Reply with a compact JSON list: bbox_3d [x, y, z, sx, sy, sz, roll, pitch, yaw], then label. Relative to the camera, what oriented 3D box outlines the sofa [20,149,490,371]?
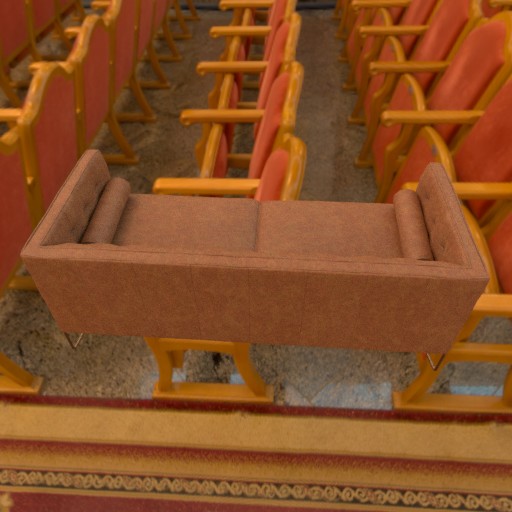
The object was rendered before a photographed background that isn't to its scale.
[{"bbox_3d":[0.000,0.000,2.506,2.079,0.798,0.912,3,46,3],"label":"sofa"}]
